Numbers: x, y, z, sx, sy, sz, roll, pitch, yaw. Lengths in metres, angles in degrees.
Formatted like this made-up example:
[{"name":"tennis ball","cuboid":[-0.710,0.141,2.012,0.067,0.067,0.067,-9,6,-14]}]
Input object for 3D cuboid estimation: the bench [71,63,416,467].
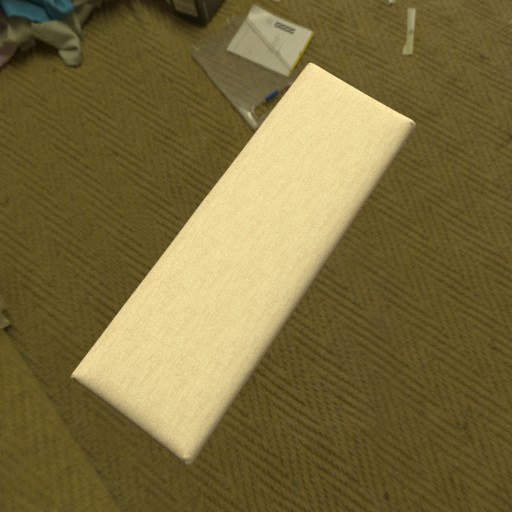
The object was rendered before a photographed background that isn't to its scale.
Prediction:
[{"name":"bench","cuboid":[0.000,0.000,1.475,0.410,0.457,1.219,34,78,8]}]
